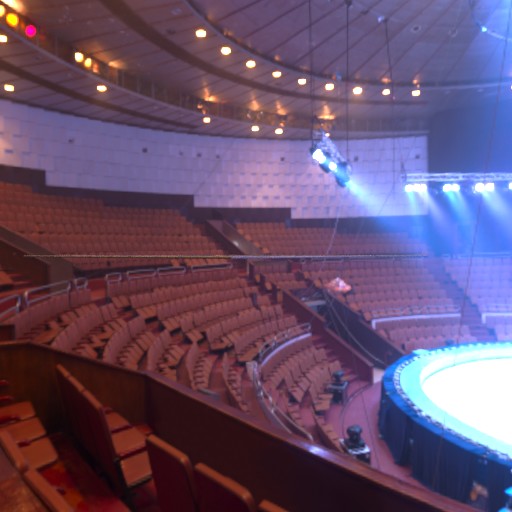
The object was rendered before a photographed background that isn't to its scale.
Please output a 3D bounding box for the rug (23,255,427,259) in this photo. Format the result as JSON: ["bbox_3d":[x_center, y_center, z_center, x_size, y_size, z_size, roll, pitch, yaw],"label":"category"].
[{"bbox_3d":[0.000,0.000,2.885,1.522,0.008,2.284,0,0,37],"label":"rug"}]
